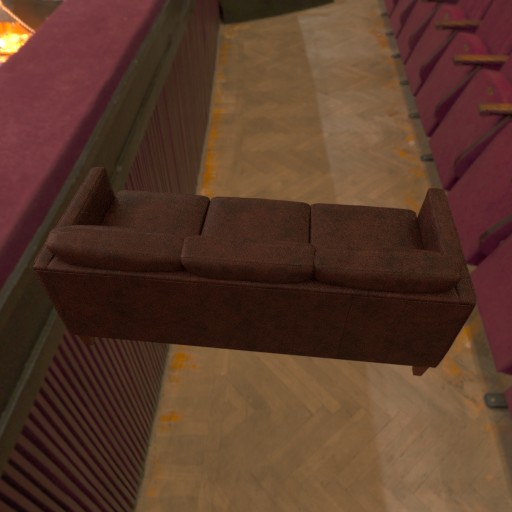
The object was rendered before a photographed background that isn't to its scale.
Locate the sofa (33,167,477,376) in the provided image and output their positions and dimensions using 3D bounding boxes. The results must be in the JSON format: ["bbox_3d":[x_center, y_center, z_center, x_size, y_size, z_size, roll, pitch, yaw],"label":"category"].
[{"bbox_3d":[0.000,0.000,2.979,2.464,1.006,1.045,4,47,4],"label":"sofa"}]
